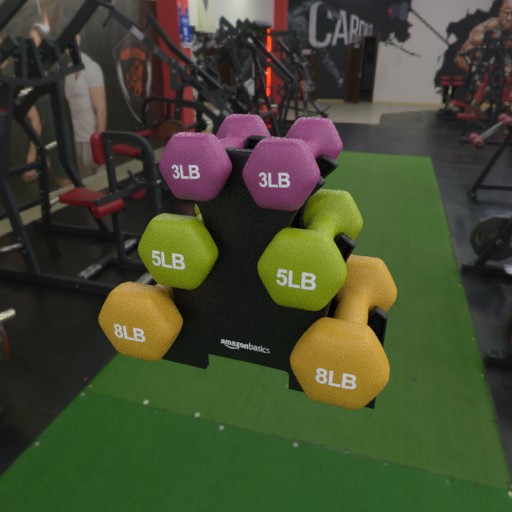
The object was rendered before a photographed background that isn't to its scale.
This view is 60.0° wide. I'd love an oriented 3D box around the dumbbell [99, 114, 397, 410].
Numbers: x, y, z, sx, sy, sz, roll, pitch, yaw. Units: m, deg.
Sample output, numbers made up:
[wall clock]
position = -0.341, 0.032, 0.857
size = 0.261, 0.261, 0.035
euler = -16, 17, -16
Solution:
[dumbbell]
position = 0.000, 0.000, 0.473
size = 0.300, 0.271, 0.190
euler = 8, 26, 17
